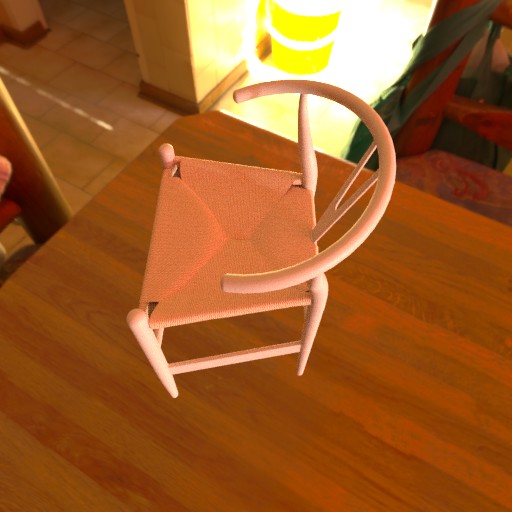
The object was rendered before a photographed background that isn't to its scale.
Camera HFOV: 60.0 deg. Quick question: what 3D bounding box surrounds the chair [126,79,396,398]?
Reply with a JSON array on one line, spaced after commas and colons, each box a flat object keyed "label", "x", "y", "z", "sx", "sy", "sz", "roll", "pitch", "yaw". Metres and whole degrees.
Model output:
[{"label": "chair", "x": 0.000, "y": 0.000, "z": 1.100, "sx": 0.500, "sy": 0.736, "sz": 0.533, "roll": 1, "pitch": 56, "yaw": 0}]
